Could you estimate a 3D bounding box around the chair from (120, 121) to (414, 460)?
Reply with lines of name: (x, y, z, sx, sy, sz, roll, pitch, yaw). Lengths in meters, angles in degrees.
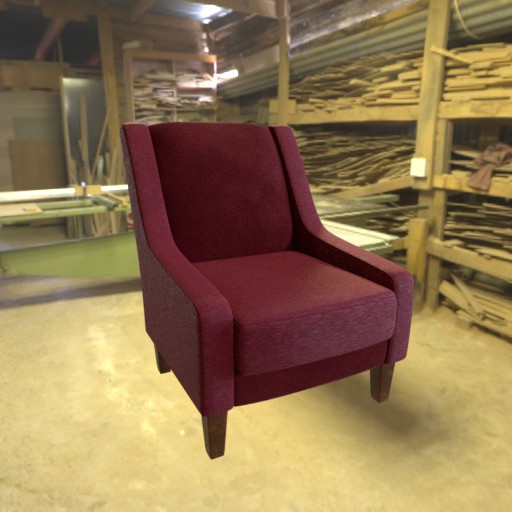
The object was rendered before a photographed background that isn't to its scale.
chair: (0.000, 0.000, 1.711, 0.793, 1.017, 0.985, -7, 16, -26)
